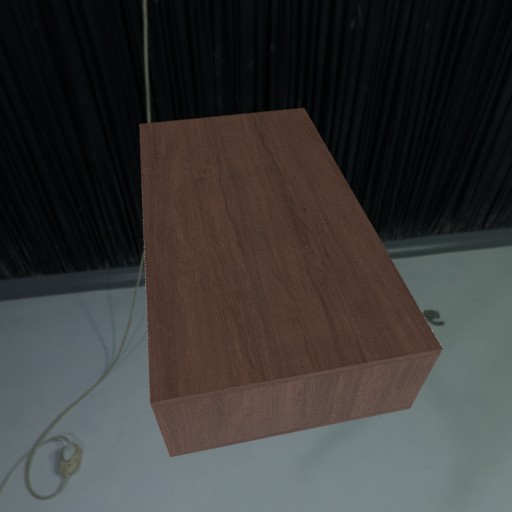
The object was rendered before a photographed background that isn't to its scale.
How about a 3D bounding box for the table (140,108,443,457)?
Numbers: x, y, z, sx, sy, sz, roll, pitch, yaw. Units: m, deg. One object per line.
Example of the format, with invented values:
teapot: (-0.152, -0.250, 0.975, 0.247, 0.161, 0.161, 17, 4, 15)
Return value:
table: (0.000, 0.000, 1.333, 0.600, 0.380, 1.020, -8, 46, -8)
